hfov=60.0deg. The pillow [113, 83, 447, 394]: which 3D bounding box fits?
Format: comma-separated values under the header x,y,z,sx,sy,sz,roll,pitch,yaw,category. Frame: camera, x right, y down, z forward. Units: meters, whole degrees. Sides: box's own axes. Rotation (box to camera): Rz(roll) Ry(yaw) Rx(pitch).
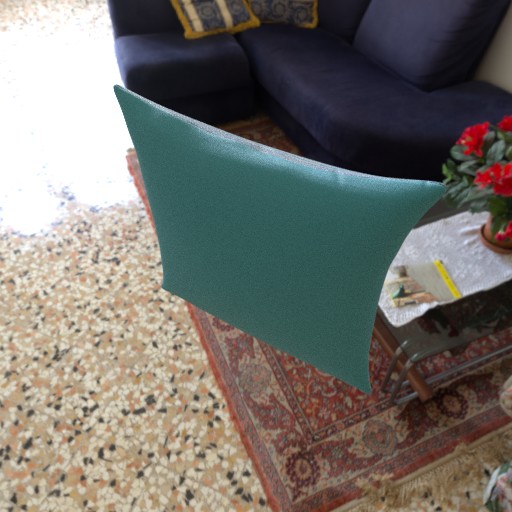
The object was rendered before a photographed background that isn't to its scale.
x,y,z,sx,sy,sz,roll,pitch,yaw,category
0.000,0.000,0.766,0.514,0.497,0.150,24,51,21,pillow
